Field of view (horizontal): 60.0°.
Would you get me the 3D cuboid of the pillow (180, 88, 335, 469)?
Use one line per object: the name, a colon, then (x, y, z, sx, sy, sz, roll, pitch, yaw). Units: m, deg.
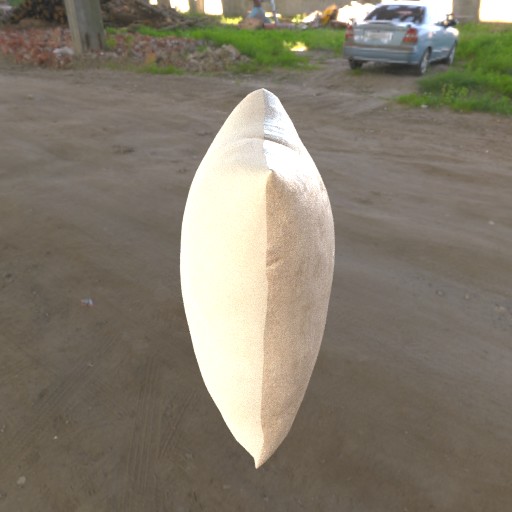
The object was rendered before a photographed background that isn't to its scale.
pillow: (0.000, 0.000, 0.720, 0.245, 0.448, 0.450, 1, 30, 2)
